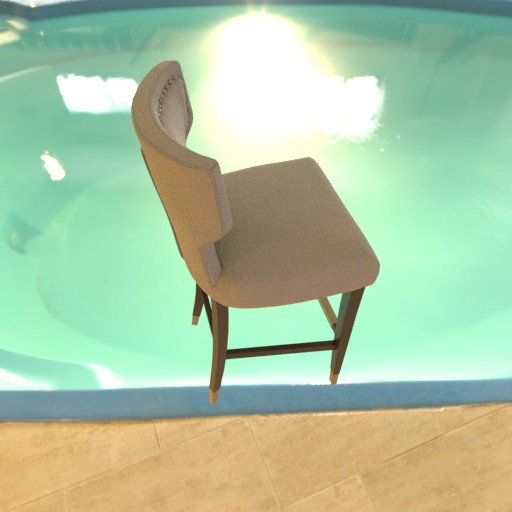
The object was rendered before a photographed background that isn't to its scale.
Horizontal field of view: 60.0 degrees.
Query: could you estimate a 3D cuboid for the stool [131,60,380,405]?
[{"bbox_3d":[0.000,0.000,1.406,0.563,1.092,0.526,-12,49,-11],"label":"stool"}]
